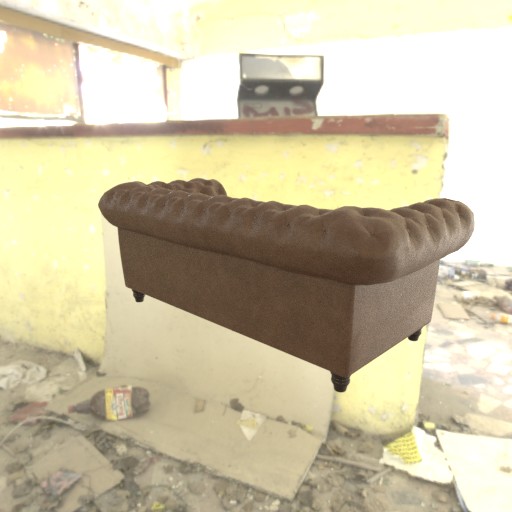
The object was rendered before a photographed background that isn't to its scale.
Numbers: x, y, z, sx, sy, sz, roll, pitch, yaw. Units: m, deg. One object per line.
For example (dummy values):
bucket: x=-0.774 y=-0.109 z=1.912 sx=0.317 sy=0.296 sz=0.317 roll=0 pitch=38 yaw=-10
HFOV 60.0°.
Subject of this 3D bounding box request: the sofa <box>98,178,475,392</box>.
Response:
sofa: x=0.000 y=0.000 z=2.531 sx=2.048 sy=0.784 sz=0.955 roll=13 pitch=19 yaw=42
